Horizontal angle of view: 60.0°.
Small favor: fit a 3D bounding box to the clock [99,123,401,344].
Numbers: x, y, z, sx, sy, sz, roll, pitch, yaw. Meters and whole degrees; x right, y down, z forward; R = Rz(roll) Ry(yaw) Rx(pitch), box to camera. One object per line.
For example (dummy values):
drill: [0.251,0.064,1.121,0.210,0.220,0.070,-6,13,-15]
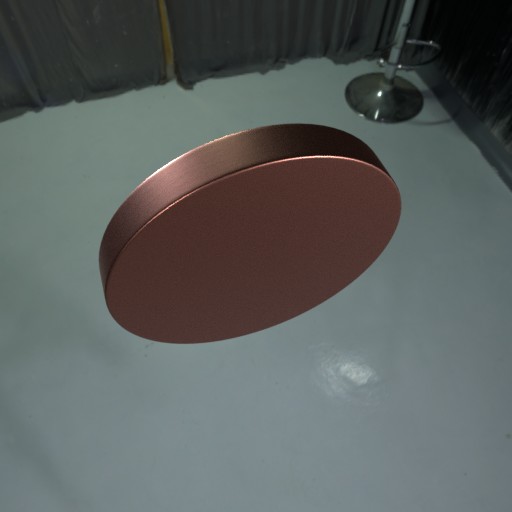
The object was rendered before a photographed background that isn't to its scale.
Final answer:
clock: [0.000,0.000,0.471,0.313,0.313,0.040,-16,59,-10]
